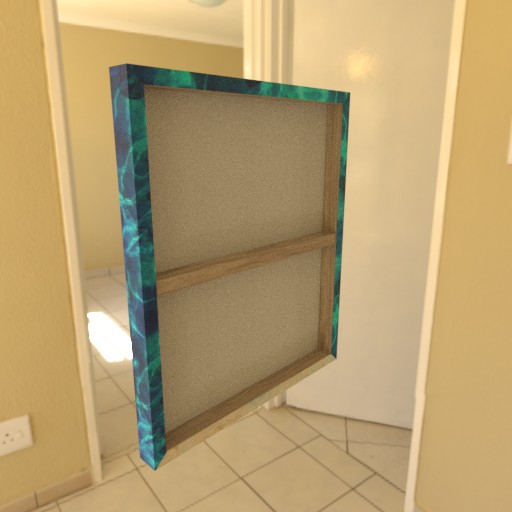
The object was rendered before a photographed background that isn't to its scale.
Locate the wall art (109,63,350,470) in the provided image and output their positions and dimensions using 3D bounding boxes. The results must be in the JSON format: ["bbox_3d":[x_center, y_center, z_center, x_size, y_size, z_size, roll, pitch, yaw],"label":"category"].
[{"bbox_3d":[0.000,0.000,0.693,0.038,0.508,0.432,14,20,42],"label":"wall art"}]
